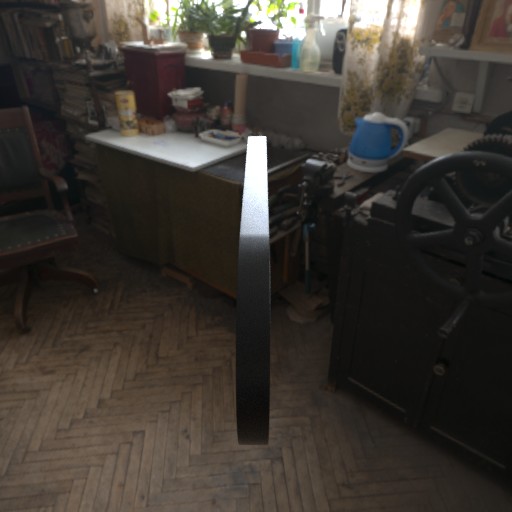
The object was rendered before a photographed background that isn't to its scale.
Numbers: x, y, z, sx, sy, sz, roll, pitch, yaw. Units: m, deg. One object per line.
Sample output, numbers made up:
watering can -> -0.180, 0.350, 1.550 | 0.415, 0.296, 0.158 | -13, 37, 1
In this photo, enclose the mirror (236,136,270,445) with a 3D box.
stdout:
mirror -> 0.000, 0.000, 0.668 | 0.032, 0.254, 0.584 | 0, 32, 1
